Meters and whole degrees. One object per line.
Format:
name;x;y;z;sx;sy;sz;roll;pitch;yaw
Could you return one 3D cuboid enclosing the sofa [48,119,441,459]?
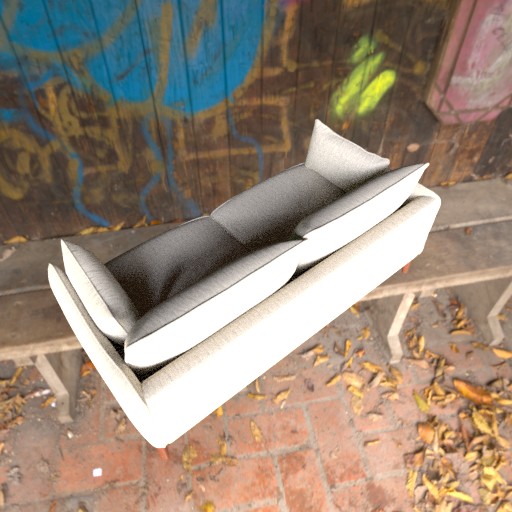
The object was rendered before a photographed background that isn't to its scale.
sofa;0.000;0.000;2.475;1.989;0.860;0.991;-31;54;-26
